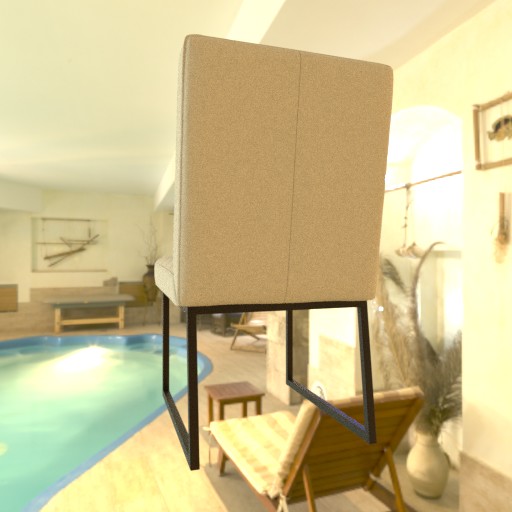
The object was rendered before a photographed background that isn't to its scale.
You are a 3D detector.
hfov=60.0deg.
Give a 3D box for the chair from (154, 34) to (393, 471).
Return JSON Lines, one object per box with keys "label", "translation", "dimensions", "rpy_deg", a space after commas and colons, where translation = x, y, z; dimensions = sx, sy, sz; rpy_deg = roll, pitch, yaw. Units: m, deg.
{"label": "chair", "translation": [0.000, 0.000, 1.271], "dimensions": [0.520, 0.930, 0.634], "rpy_deg": [0, 0, -18]}
